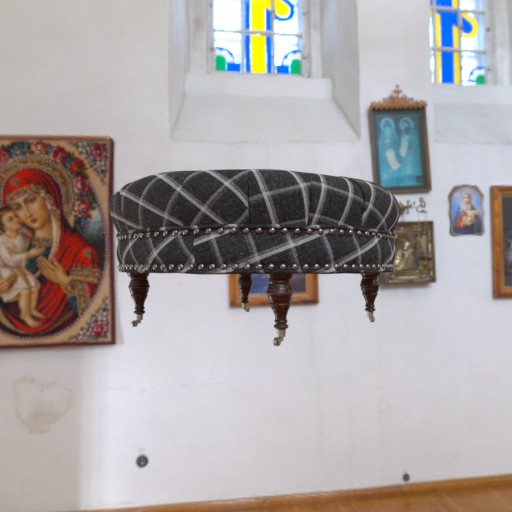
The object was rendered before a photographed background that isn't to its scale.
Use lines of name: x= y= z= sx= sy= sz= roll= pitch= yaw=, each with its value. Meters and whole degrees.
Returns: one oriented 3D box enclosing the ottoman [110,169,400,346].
ottoman: x=0.000 y=0.000 z=1.426 sx=0.901 sy=0.439 sz=0.901 roll=0 pitch=-1 yaw=0
